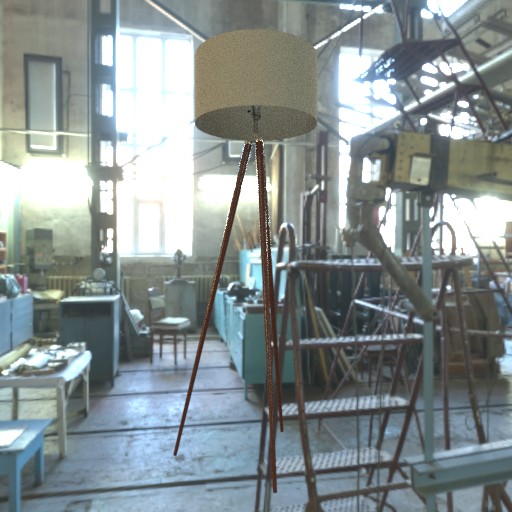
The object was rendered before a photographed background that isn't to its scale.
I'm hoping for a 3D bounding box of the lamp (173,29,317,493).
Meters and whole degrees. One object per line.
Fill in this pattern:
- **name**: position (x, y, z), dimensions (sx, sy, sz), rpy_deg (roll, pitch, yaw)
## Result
- **lamp**: position (0.000, 0.000, 1.760), dimensions (0.483, 1.553, 0.483), rpy_deg (0, 1, 35)
